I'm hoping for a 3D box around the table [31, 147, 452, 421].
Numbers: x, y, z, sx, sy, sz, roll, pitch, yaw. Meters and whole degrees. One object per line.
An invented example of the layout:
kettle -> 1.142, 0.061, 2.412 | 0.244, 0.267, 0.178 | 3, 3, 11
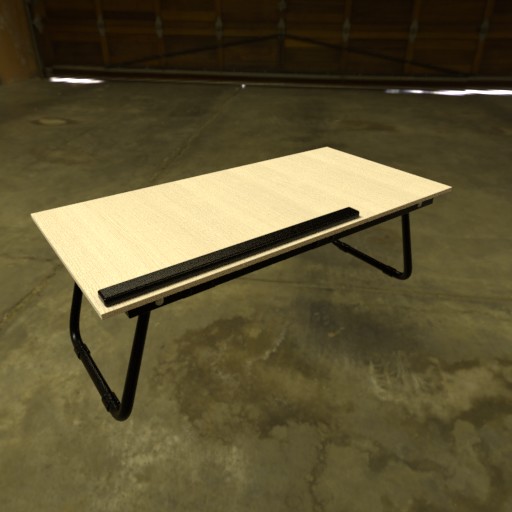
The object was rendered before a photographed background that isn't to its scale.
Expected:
table -> 0.000, 0.000, 0.801 | 0.644, 0.242, 0.322 | -20, 35, -31
